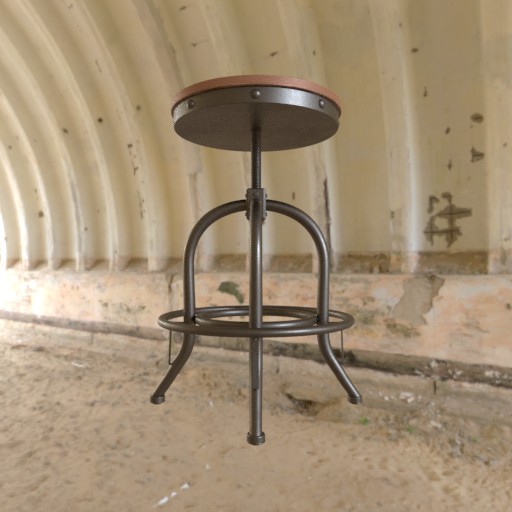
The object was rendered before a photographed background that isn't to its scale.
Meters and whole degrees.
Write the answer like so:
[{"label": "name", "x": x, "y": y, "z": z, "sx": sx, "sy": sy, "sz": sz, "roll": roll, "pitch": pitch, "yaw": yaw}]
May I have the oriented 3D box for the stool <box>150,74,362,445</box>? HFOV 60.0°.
[{"label": "stool", "x": 0.000, "y": 0.000, "z": 0.919, "sx": 0.439, "sy": 0.609, "sz": 0.439, "roll": 0, "pitch": -1, "yaw": 0}]
